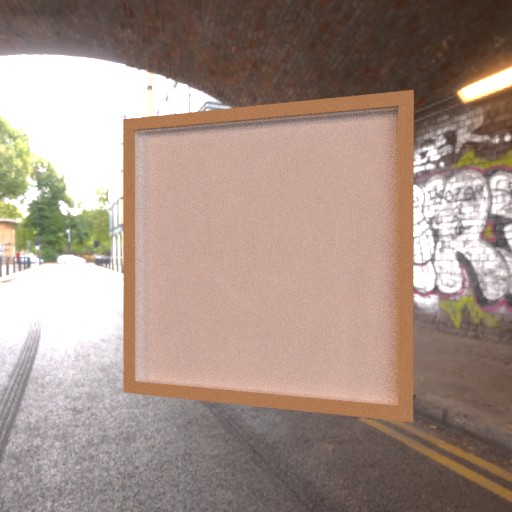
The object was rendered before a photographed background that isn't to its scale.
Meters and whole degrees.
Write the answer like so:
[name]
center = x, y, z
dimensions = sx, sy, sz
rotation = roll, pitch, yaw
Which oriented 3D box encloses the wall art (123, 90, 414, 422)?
[wall art]
center = 0.000, 0.000, 1.363
dimensions = 0.914, 0.914, 0.038
rotation = 0, 0, 17
